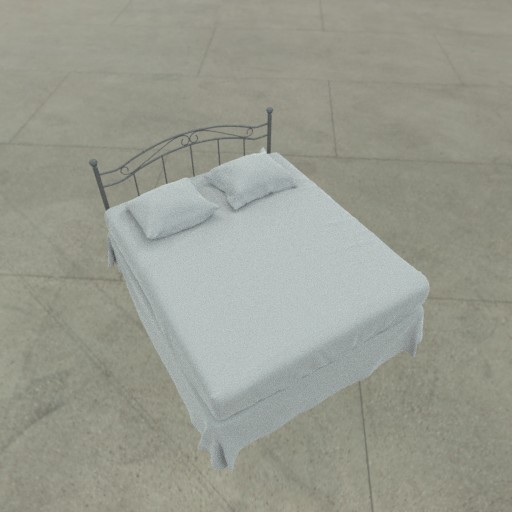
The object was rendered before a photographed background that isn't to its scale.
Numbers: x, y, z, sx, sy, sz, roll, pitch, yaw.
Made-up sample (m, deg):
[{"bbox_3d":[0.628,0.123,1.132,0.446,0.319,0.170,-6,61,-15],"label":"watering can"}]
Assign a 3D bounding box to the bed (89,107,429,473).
[{"bbox_3d":[0.000,0.000,3.376,1.936,1.080,2.215,-23,50,-21],"label":"bed"}]
